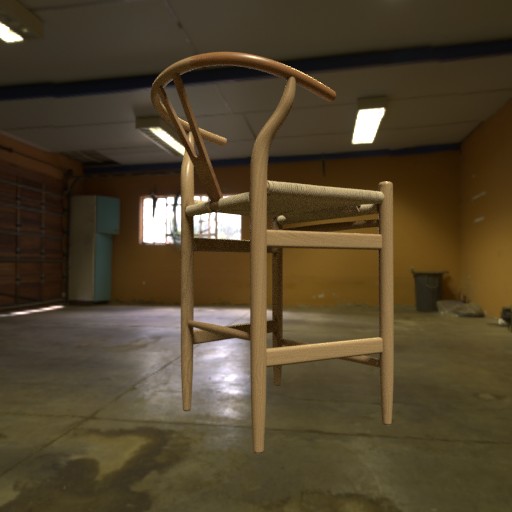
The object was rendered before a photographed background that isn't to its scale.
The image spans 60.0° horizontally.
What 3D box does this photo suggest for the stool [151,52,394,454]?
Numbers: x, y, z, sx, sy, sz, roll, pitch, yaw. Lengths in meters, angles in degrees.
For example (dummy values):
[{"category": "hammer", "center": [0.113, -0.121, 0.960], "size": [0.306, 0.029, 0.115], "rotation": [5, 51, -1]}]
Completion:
[{"category": "stool", "center": [0.000, 0.000, 1.260], "size": [0.575, 0.923, 0.536], "rotation": [1, -1, -36]}]
